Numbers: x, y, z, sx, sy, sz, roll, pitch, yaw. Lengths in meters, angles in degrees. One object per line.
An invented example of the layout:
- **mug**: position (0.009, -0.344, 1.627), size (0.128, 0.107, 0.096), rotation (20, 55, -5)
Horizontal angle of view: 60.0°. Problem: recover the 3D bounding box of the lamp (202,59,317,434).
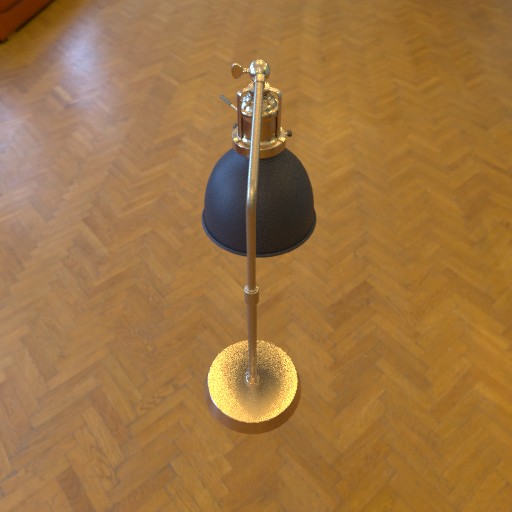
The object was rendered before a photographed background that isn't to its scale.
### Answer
- **lamp**: position (0.000, 0.000, 0.582), size (0.160, 0.456, 0.291), rotation (3, 47, 2)
